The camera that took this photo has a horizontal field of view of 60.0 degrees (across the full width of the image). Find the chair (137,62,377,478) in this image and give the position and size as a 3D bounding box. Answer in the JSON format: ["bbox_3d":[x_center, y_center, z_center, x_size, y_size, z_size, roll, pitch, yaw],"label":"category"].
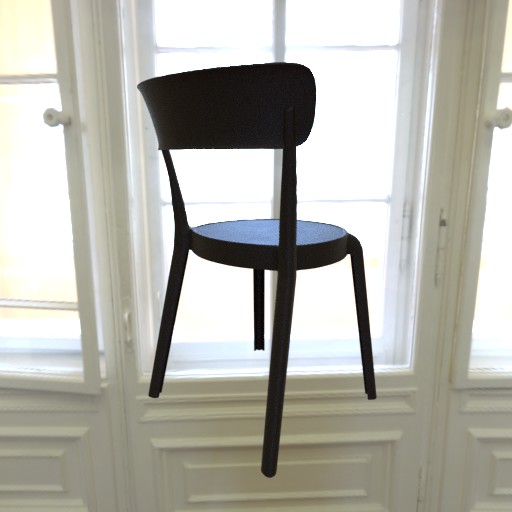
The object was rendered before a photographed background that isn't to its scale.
[{"bbox_3d":[0.000,0.000,1.093,0.506,0.790,0.491,13,18,43],"label":"chair"}]
